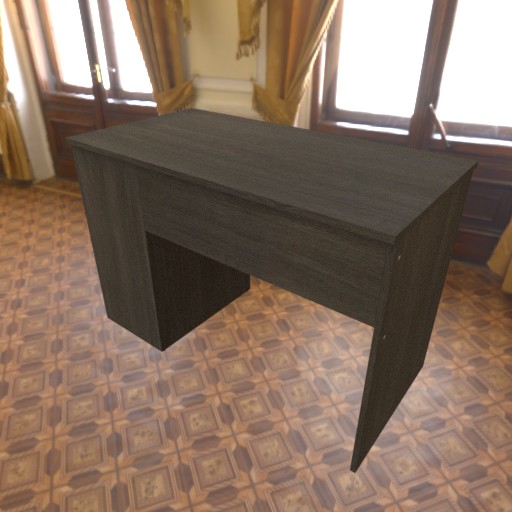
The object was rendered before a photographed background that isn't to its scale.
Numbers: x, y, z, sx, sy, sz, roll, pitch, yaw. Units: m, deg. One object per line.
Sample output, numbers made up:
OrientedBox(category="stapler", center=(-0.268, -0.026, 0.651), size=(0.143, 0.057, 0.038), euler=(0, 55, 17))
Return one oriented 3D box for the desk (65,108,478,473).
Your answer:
OrientedBox(category="desk", center=(0.000, 0.000, 1.484), size=(1.096, 0.730, 0.560), euler=(21, 36, 32))
